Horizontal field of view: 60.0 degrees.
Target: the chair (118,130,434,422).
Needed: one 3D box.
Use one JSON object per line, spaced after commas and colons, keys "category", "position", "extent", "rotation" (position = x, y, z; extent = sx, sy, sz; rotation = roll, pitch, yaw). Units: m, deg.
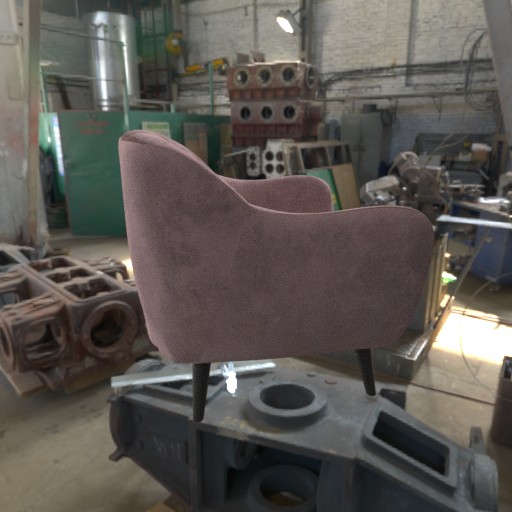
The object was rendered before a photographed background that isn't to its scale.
{"category": "chair", "position": [0.000, 0.000, 1.496], "extent": [0.820, 0.820, 0.840], "rotation": [-3, 16, -11]}
